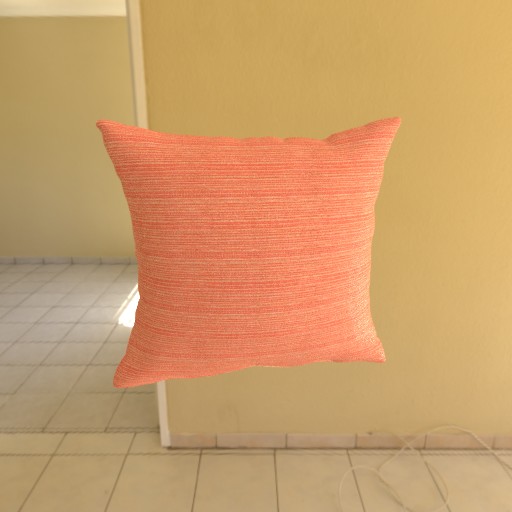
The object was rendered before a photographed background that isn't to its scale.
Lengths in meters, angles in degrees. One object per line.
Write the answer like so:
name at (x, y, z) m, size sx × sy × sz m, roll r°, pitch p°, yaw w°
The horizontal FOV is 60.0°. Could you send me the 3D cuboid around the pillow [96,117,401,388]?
pillow at (0.000, 0.000, 0.833) m, size 0.559 × 0.501 × 0.229 m, roll -3°, pitch 16°, yaw -10°
